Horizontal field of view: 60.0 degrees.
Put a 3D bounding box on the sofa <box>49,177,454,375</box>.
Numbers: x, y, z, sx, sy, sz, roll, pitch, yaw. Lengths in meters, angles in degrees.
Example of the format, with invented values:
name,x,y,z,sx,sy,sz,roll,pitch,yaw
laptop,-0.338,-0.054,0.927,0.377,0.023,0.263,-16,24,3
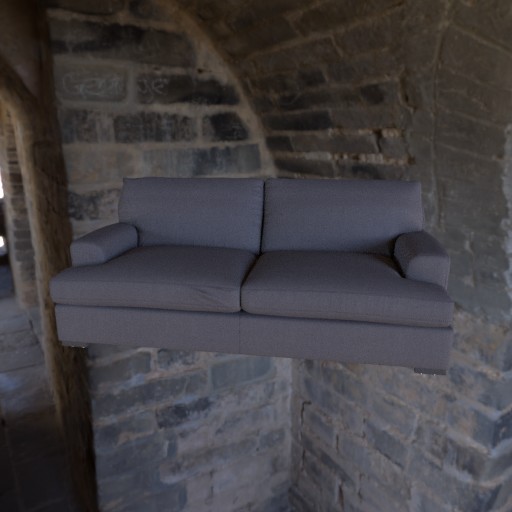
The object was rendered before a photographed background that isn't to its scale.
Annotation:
name,x,y,z,sx,sy,sz,roll,pitch,yaw
sofa,0.000,0.000,2.863,2.271,0.950,1.140,2,14,9
